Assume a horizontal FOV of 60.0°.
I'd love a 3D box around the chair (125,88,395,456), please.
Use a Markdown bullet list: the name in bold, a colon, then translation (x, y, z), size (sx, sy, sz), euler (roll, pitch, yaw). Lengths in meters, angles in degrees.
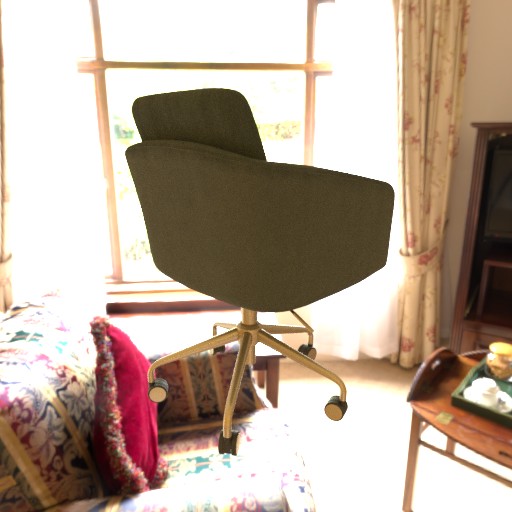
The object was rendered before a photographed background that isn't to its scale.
- **chair**: translation (0.000, 0.000, 1.349), size (0.635, 0.908, 0.641), euler (-14, 21, -42)
